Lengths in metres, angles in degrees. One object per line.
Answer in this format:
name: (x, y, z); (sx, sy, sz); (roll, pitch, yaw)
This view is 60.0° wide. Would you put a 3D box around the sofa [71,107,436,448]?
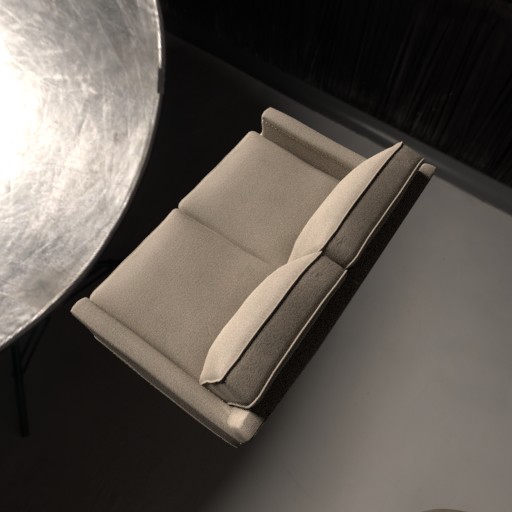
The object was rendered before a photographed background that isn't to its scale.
sofa: (0.000, 0.000, 2.294); (1.084, 1.003, 1.597); (33, 67, 16)
